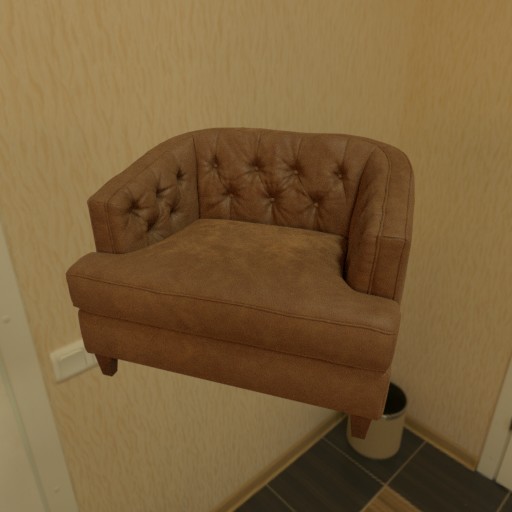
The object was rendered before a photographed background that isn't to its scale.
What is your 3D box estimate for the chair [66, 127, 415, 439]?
[{"bbox_3d":[0.000,0.000,1.752,1.119,0.836,0.911,8,27,16],"label":"chair"}]
